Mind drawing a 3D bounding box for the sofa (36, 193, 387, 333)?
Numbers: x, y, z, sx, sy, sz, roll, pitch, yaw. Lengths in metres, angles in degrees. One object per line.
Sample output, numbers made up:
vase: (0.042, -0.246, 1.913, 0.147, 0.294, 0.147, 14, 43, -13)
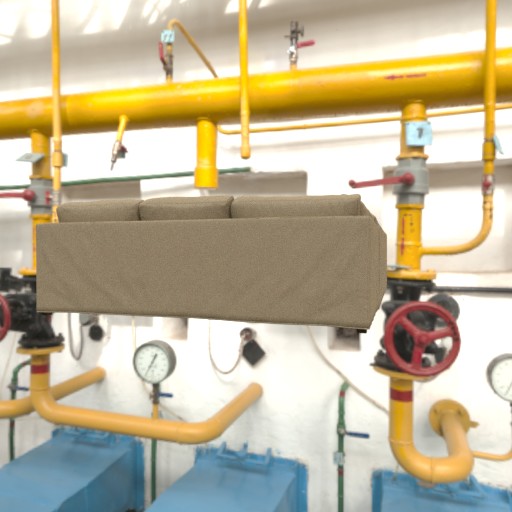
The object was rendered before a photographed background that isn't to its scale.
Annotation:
sofa: (0.000, 0.000, 4.418, 2.432, 0.871, 3.182, 0, 1, 18)
